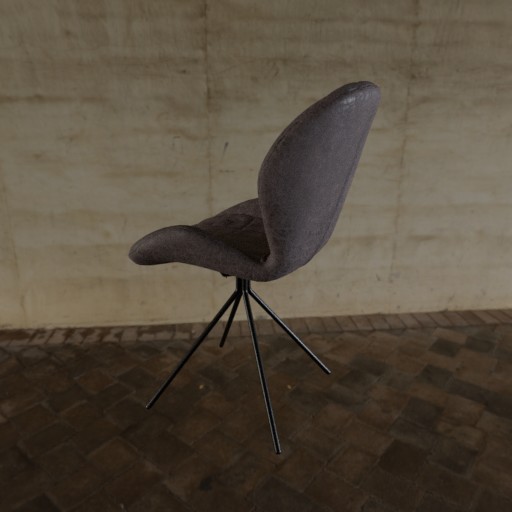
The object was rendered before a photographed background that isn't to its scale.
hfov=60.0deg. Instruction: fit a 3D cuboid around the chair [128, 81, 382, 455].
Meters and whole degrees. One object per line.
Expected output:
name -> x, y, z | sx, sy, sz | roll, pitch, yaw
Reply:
chair -> 0.000, 0.000, 1.298 | 0.640, 0.934, 0.527 | 8, 19, 25
